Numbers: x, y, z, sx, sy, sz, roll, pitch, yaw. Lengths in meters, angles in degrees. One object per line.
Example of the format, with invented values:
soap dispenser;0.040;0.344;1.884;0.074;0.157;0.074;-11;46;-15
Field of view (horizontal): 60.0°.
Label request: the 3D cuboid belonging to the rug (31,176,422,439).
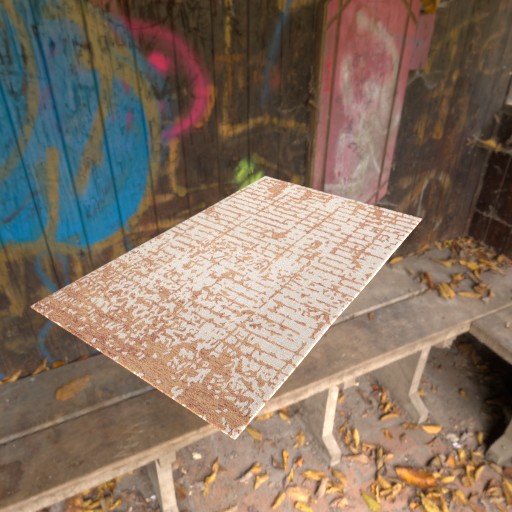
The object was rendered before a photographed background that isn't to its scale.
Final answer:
rug;0.000;0.000;3.063;1.517;0.011;2.435;21;38;29
